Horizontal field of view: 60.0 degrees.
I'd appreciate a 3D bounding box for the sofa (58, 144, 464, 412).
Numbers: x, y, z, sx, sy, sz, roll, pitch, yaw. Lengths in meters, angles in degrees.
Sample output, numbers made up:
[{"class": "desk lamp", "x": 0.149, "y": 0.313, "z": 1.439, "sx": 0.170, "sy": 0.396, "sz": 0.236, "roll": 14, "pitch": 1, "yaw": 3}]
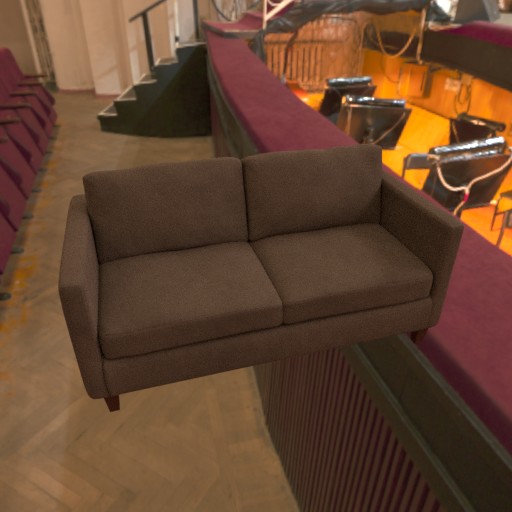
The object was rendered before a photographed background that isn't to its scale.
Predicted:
[{"class": "sofa", "x": 0.000, "y": 0.000, "z": 2.428, "sx": 1.884, "sy": 0.963, "sz": 0.950, "roll": -9, "pitch": 32, "yaw": -14}]
